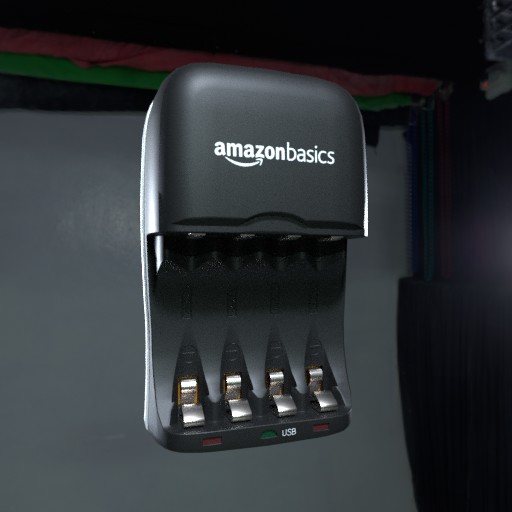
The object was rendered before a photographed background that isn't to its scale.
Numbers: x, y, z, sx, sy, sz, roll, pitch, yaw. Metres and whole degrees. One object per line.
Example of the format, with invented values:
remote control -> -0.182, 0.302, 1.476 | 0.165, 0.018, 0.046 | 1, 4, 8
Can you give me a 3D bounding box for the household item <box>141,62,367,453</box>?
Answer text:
household item -> 0.000, 0.000, 0.141 | 0.070, 0.114, 0.038 | 0, -1, -18
